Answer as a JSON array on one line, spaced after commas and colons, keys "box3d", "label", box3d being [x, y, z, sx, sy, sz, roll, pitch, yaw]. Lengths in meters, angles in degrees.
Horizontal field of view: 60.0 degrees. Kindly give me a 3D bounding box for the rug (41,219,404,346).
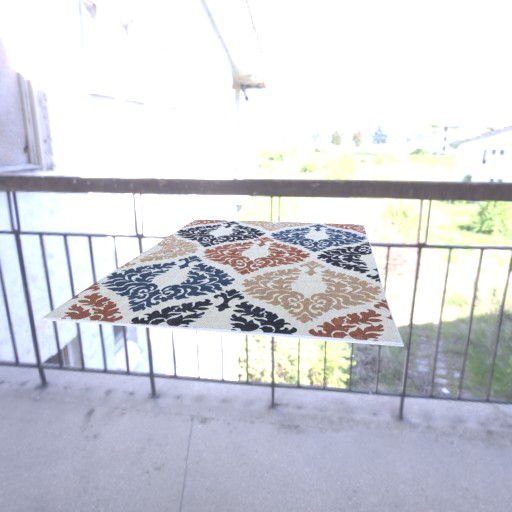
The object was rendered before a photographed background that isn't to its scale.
[{"box3d": [0.000, 0.000, 2.870, 1.514, 0.014, 2.275, 3, 16, 9], "label": "rug"}]
